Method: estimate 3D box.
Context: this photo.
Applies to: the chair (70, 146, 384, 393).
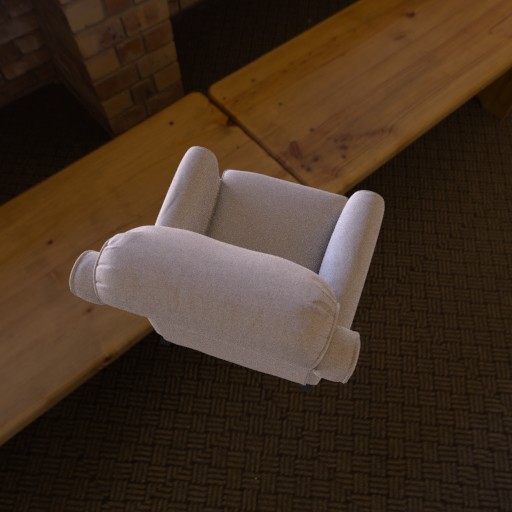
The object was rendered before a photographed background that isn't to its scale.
[{"bbox_3d":[0.000,0.000,1.721,0.859,1.046,0.919,16,65,8],"label":"chair"}]
